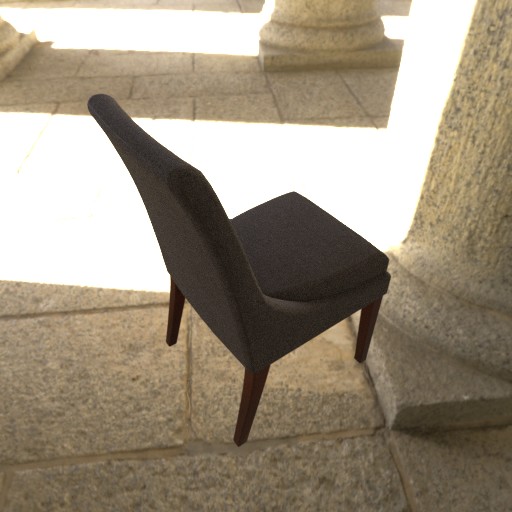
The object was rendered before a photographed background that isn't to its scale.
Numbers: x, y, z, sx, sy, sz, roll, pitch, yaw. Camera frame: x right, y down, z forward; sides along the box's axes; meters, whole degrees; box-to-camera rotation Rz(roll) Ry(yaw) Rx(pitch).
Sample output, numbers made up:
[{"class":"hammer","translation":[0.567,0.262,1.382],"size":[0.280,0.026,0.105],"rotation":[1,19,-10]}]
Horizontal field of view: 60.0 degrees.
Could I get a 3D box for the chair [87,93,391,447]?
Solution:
[{"class":"chair","translation":[0.000,0.000,1.293],"size":[0.655,0.952,0.508],"rotation":[-25,46,-26]}]
